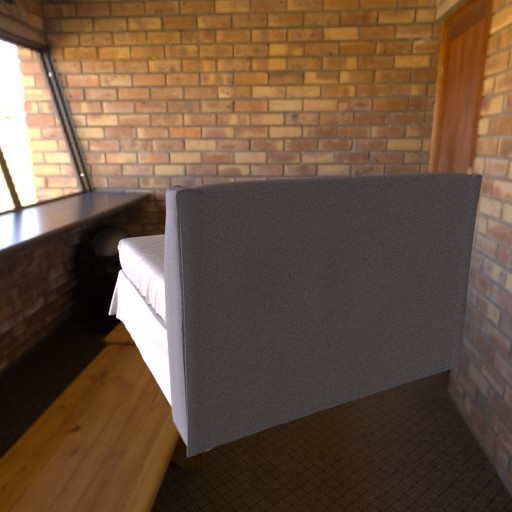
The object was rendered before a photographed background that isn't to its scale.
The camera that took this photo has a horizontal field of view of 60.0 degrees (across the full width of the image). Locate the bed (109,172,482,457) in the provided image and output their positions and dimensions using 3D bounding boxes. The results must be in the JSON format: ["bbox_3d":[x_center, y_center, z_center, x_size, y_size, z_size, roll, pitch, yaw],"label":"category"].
[{"bbox_3d":[0.000,0.000,3.347,1.925,1.332,2.276,-7,16,-26],"label":"bed"}]
